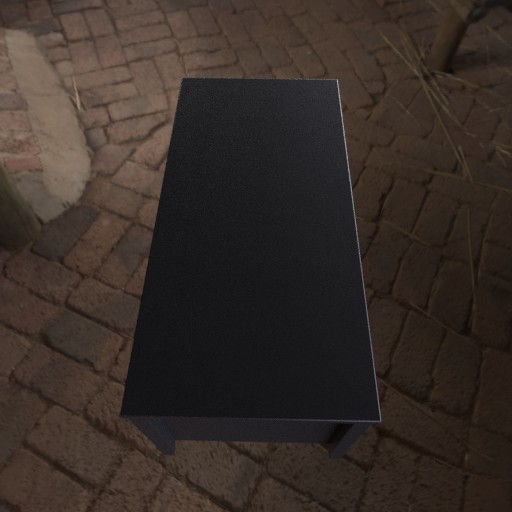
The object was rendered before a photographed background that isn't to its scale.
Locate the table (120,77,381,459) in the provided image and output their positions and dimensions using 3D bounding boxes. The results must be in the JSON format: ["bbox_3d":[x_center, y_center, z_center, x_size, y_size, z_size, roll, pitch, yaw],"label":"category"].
[{"bbox_3d":[0.000,0.000,1.284,0.483,0.457,1.016,1,57,1],"label":"table"}]
